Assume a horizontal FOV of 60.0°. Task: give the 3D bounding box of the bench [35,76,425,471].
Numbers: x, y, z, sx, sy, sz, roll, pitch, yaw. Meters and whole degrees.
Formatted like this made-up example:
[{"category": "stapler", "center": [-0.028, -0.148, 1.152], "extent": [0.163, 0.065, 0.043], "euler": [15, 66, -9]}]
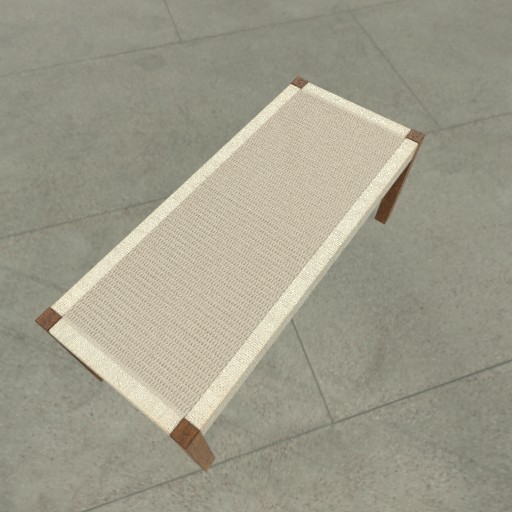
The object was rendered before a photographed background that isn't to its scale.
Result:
[{"category": "bench", "center": [0.000, 0.000, 1.487], "extent": [0.507, 0.457, 1.198], "euler": [32, 64, 18]}]
